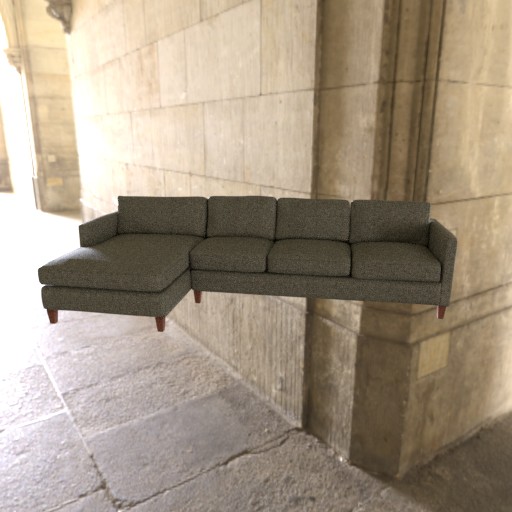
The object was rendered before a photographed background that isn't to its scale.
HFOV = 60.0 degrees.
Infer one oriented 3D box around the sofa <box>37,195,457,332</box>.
[{"bbox_3d":[0.000,0.000,4.142,3.485,0.960,1.635,3,16,9],"label":"sofa"}]
